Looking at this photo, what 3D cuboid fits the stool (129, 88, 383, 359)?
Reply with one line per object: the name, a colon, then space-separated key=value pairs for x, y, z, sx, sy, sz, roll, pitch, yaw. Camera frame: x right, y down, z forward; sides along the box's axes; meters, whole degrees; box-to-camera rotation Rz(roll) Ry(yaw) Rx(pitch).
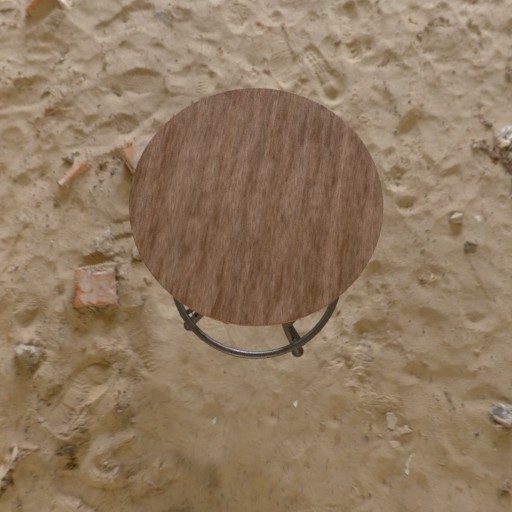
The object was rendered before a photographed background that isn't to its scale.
stool: x=0.000 y=0.000 z=0.902 sx=0.439 sy=0.609 sz=0.439 roll=-31 pitch=77 yaw=-8
